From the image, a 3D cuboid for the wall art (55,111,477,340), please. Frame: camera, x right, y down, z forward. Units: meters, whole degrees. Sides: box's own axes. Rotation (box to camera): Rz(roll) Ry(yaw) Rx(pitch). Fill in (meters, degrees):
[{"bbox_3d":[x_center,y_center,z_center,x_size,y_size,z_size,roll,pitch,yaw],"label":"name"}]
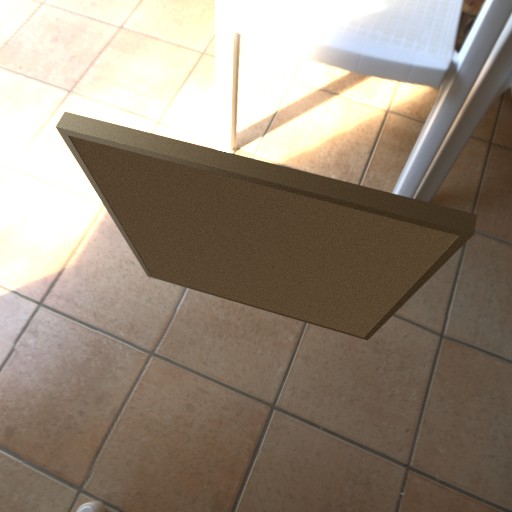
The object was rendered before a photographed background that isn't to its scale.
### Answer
[{"bbox_3d":[0.000,0.000,1.129,0.762,0.762,0.038,15,67,7],"label":"wall art"}]
